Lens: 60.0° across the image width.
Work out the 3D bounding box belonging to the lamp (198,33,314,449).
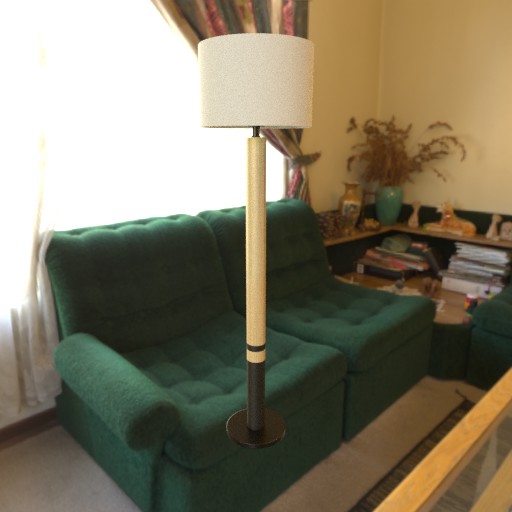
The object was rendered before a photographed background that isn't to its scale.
[{"bbox_3d":[0.000,0.000,1.644,0.381,1.478,0.381,8,17,28],"label":"lamp"}]
